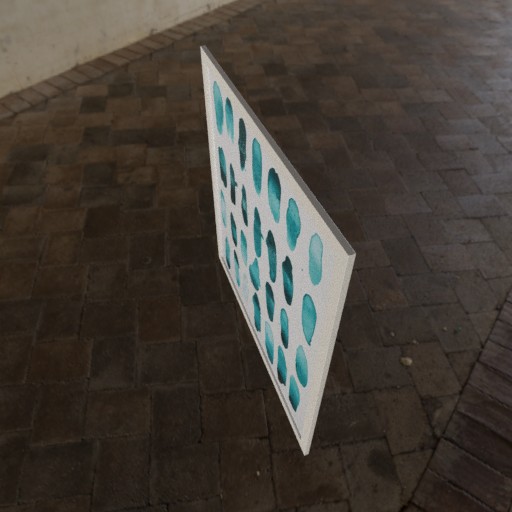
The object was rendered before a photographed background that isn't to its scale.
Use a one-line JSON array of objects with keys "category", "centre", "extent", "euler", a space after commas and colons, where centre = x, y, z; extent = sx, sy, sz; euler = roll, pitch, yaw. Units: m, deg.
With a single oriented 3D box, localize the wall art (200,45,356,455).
[{"category": "wall art", "centre": [0.000, 0.000, 1.205], "extent": [0.013, 0.813, 0.812], "euler": [-15, 49, -14]}]
